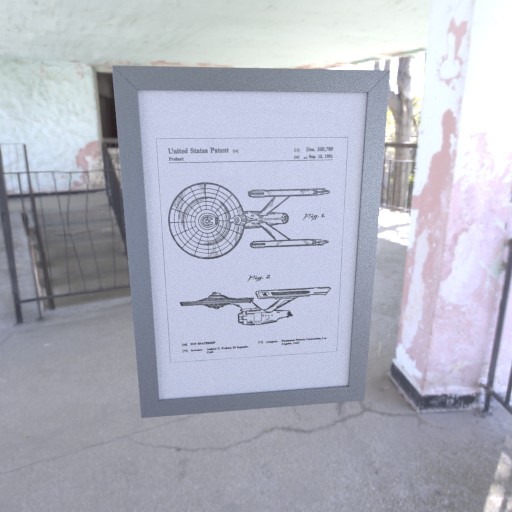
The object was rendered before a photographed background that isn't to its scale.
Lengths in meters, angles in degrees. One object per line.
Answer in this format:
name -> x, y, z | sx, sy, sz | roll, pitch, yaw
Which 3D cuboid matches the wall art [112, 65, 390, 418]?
wall art -> 0.000, 0.000, 0.674 | 0.376, 0.529, 0.013 | -2, 16, -7
